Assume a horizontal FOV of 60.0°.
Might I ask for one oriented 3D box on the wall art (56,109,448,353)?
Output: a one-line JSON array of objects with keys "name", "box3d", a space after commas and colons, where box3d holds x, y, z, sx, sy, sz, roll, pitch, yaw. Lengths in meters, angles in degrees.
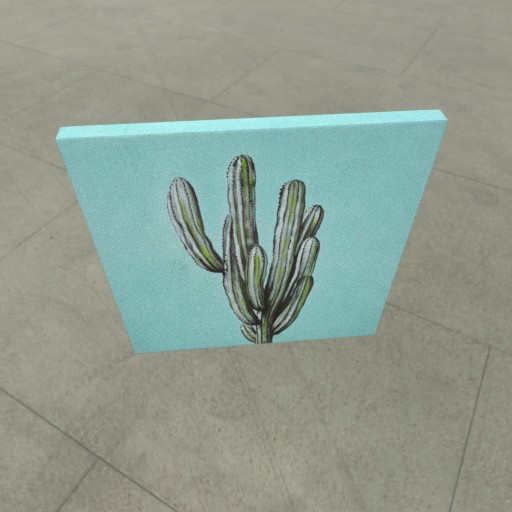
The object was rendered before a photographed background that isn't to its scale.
[{"name": "wall art", "box3d": [0.000, 0.000, 1.153, 0.765, 0.766, 0.054, -4, 47, -4]}]
